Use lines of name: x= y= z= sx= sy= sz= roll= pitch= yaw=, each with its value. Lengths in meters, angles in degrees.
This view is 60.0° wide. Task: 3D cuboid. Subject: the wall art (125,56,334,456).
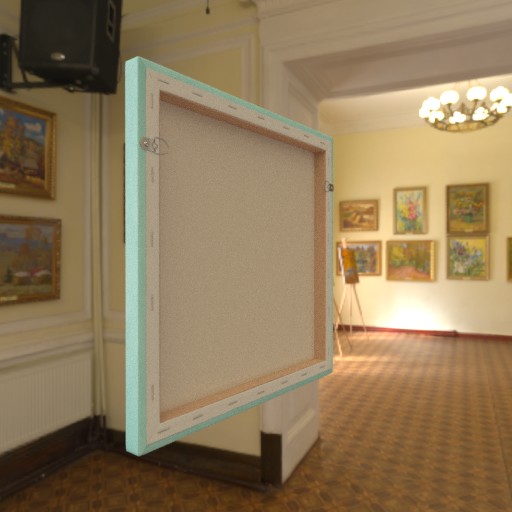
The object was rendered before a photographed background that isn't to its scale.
wall art: x=0.000 y=0.000 z=1.616 sx=0.070 sy=1.073 sz=1.071 roll=0 pitch=0 yaw=38
